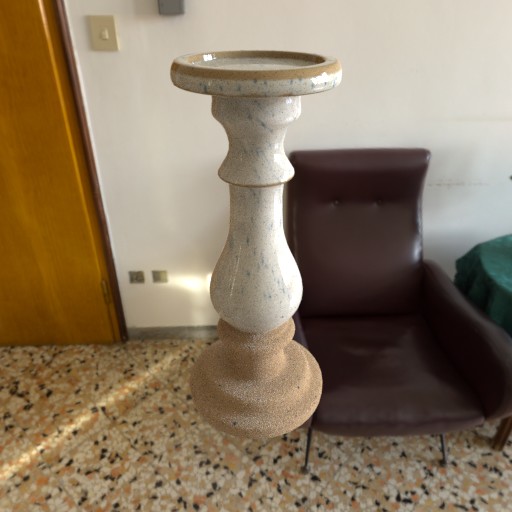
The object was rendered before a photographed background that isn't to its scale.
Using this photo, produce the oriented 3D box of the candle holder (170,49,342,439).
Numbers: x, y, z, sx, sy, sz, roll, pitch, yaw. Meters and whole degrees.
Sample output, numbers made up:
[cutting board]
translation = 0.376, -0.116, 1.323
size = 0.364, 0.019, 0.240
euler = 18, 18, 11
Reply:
[candle holder]
translation = 0.000, 0.000, 0.247
size = 0.088, 0.203, 0.088
euler = 0, 31, 0
